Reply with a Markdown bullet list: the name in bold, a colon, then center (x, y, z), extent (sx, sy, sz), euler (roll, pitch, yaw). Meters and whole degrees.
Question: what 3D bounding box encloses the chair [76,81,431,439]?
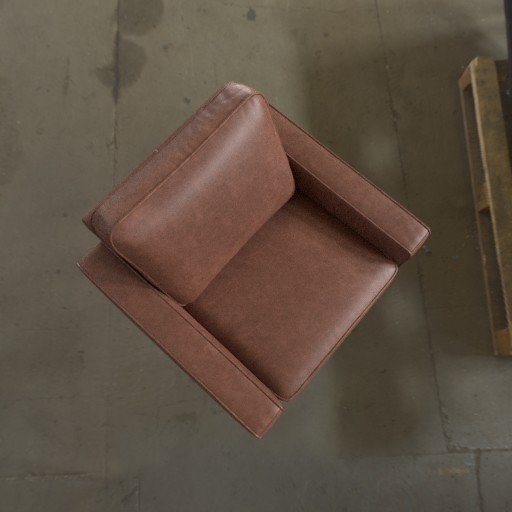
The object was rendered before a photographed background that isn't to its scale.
- **chair**: center (0.000, 0.000, 1.755), extent (0.940, 0.919, 1.017), euler (41, 79, 10)
